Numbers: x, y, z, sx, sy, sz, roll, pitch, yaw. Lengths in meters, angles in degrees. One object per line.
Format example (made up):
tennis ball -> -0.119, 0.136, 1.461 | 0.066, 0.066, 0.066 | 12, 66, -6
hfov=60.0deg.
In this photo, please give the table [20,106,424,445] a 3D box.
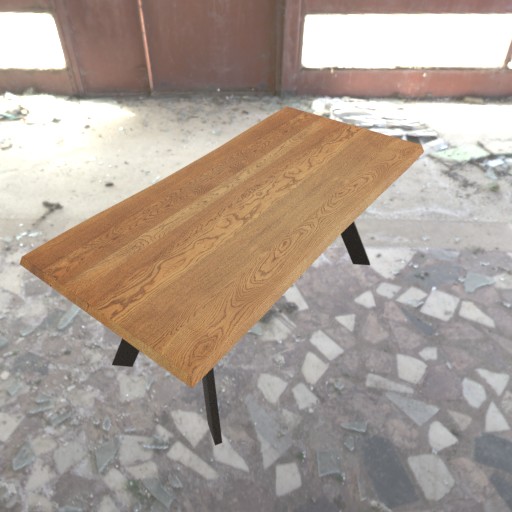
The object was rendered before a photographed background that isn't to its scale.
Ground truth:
table -> 0.000, 0.000, 2.251 | 0.900, 0.770, 1.800 | 26, 47, 27
